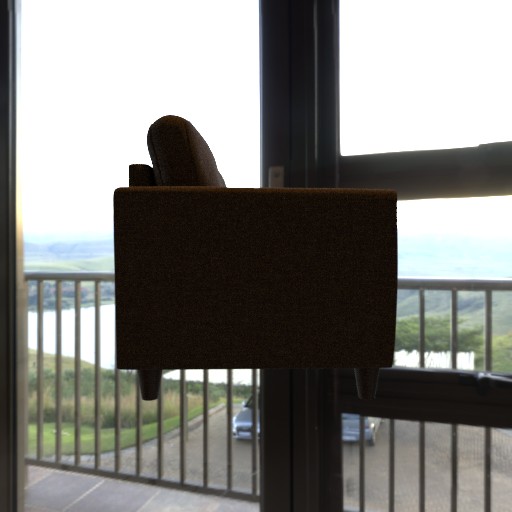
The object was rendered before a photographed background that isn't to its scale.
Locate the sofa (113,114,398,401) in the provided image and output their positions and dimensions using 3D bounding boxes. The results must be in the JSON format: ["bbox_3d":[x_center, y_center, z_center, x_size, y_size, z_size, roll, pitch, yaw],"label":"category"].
[{"bbox_3d":[0.000,0.000,1.979,0.851,0.885,1.423,0,0,-1],"label":"sofa"}]
